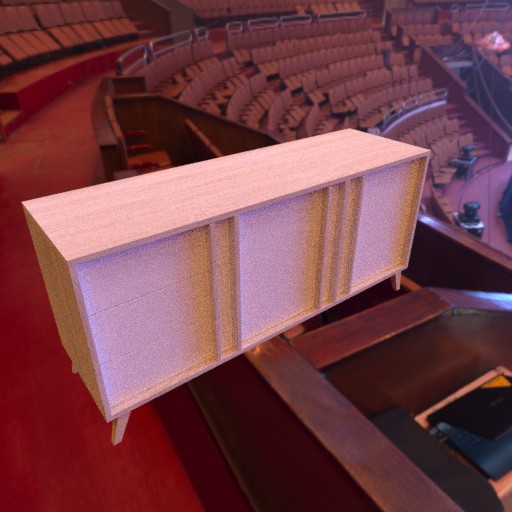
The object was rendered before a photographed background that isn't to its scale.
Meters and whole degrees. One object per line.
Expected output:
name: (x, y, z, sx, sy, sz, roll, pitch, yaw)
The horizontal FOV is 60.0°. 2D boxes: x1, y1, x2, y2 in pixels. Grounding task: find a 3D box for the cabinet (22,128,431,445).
cabinet: (0.000, 0.000, 1.982, 1.649, 0.780, 0.500, -21, 36, -32)
